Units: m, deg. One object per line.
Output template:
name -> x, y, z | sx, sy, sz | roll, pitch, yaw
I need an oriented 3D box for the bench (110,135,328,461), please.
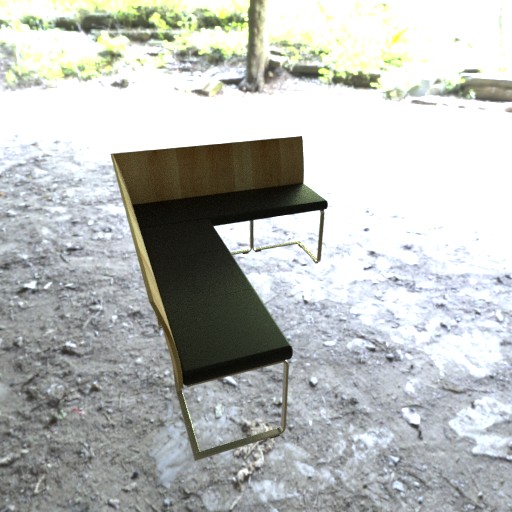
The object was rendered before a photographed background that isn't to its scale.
bench -> 0.000, 0.000, 2.792 | 1.495, 0.930, 1.945 | -10, 31, -17
